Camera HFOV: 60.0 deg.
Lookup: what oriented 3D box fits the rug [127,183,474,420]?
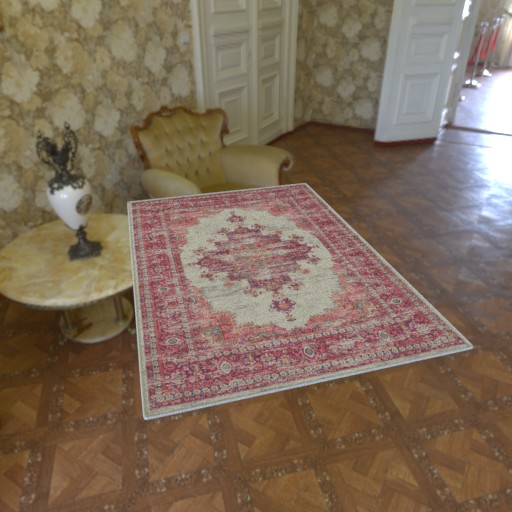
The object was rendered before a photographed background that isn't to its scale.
[{"bbox_3d":[0.000,0.000,3.697,2.005,0.014,2.878,-8,31,-13],"label":"rug"}]
